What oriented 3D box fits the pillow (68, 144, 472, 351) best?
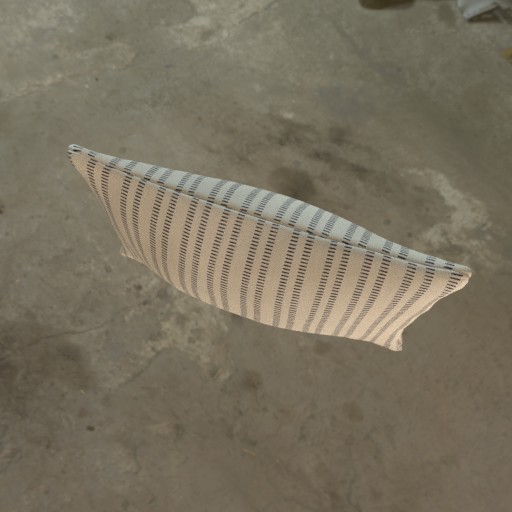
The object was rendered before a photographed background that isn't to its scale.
[{"bbox_3d":[0.000,0.000,0.804,0.640,0.353,0.210,18,64,9],"label":"pillow"}]
